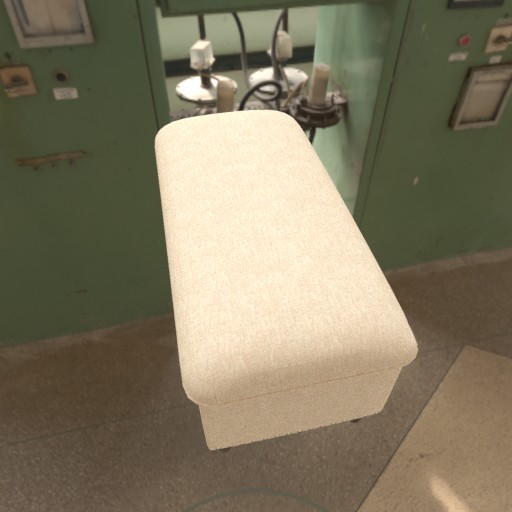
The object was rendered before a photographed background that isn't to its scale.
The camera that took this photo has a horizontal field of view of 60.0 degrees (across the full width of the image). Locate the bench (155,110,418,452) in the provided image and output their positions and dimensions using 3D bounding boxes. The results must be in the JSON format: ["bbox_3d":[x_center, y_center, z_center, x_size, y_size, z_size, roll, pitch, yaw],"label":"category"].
[{"bbox_3d":[0.000,0.000,1.284,0.483,0.483,0.991,-9,47,-9],"label":"bench"}]
